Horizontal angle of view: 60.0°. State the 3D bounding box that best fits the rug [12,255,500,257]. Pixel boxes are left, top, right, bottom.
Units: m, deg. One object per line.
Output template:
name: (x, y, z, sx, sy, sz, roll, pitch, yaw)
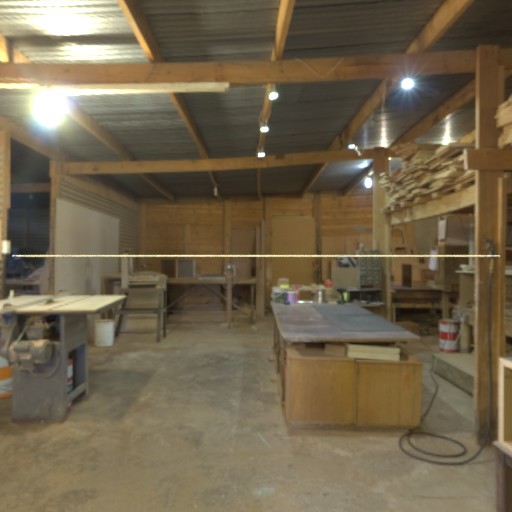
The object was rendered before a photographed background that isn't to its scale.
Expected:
rug: (0.000, 0.000, 2.971, 2.438, 0.010, 1.524, 0, 0, -1)
